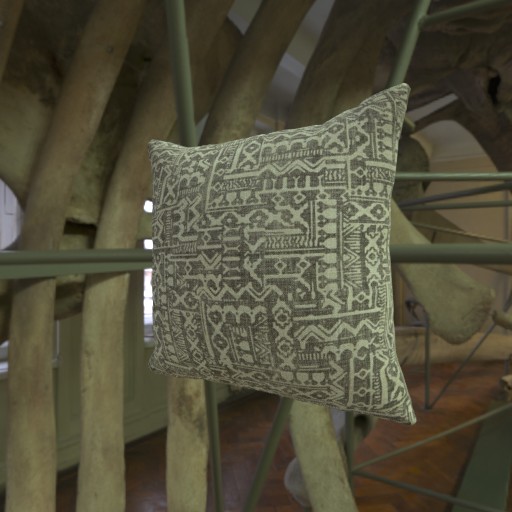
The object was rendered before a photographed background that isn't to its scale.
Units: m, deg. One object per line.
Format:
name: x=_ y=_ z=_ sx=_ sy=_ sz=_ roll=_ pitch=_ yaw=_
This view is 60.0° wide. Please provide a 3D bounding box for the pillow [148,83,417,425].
pillow: x=0.000 y=0.000 z=0.772 sx=0.546 sy=0.487 sz=0.180 roll=0 pitch=0 yaw=35
